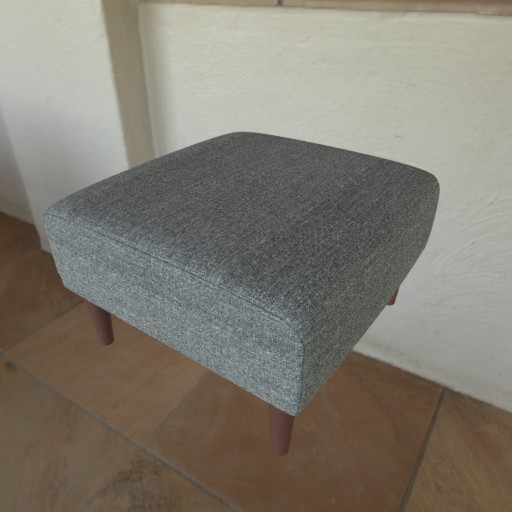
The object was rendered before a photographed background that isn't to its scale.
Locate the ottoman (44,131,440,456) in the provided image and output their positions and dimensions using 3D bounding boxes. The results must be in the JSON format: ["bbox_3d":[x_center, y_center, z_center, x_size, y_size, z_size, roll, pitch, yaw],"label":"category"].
[{"bbox_3d":[0.000,0.000,1.051,0.648,0.399,0.655,21,38,29],"label":"ottoman"}]
